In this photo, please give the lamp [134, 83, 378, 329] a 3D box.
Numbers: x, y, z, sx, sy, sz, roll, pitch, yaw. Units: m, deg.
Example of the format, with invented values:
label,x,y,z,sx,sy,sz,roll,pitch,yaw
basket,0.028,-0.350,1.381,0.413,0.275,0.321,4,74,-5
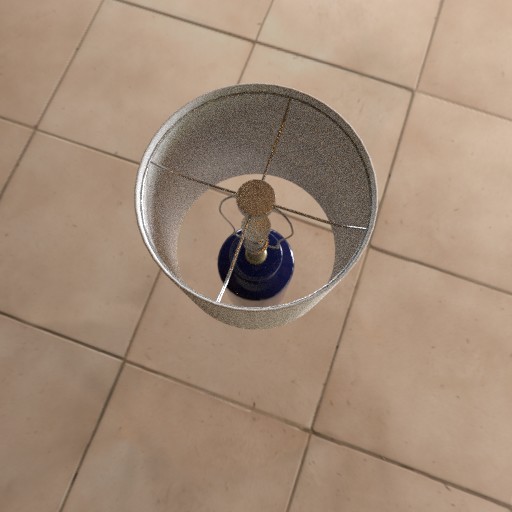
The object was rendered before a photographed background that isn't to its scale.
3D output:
label,x,y,z,sx,sy,sz,roll,pitch,yaw
lamp,0.000,0.000,0.624,0.212,0.493,0.212,18,77,4
